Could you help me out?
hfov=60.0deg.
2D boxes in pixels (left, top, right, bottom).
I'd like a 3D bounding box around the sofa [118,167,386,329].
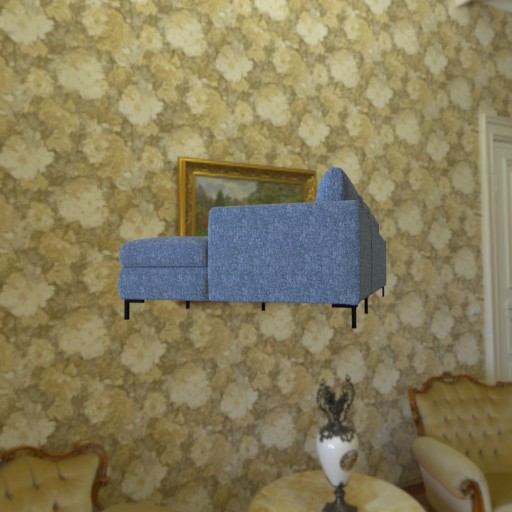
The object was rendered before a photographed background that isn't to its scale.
[{"bbox_3d":[0.000,0.000,3.513,1.879,0.756,2.737,-1,-2,19],"label":"sofa"}]
